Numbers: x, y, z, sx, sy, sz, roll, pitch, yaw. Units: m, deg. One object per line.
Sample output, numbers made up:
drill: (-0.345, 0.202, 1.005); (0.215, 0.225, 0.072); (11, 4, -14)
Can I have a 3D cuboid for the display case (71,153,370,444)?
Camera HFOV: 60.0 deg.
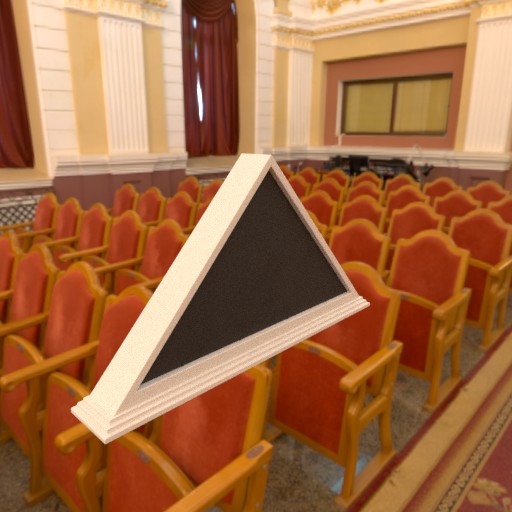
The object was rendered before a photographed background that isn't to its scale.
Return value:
display case: (0.000, 0.000, 0.759); (0.095, 0.340, 0.640); (14, 21, 42)
